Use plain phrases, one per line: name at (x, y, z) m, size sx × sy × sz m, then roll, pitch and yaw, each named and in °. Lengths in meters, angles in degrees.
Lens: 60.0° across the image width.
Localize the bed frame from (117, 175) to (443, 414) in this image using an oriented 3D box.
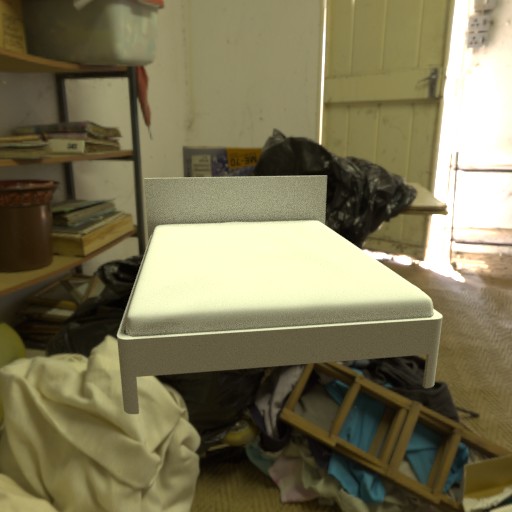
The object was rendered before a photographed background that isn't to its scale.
bed frame at (0.000, 0.000, 2.800) m, size 1.490 × 0.800 × 1.950 m, roll -2°, pitch 16°, yaw -8°
